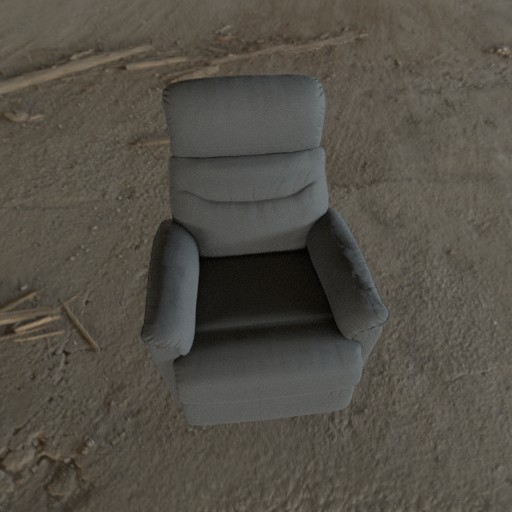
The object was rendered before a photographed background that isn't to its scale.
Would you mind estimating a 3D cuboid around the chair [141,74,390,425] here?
[{"bbox_3d":[0.000,0.000,1.731,0.820,1.037,1.004,-5,48,-4],"label":"chair"}]
